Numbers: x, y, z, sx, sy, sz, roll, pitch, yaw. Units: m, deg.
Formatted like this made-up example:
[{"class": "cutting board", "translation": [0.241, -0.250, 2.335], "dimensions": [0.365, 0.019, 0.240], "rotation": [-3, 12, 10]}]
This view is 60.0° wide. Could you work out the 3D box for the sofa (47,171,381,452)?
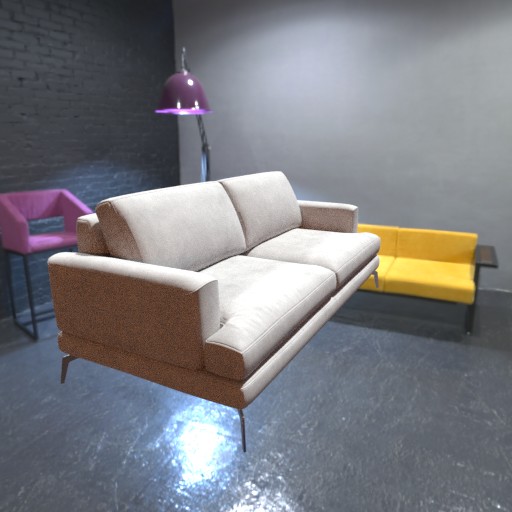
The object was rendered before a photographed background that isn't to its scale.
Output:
[{"class": "sofa", "translation": [0.000, 0.000, 2.513], "dimensions": [0.980, 0.830, 2.013], "rotation": [8, 17, 27]}]
